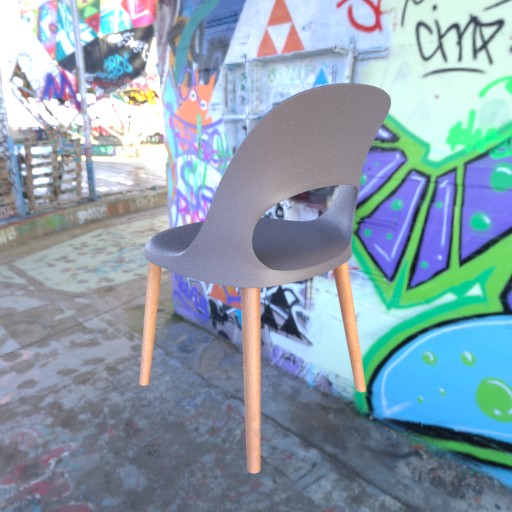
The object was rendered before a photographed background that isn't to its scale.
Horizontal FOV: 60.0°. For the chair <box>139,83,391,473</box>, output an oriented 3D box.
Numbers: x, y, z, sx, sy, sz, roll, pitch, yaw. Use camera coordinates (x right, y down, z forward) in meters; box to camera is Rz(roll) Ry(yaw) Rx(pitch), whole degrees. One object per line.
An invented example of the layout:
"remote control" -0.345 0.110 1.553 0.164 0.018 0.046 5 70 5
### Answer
"chair" 0.000 0.000 1.133 0.470 0.795 0.556 -16 23 -42
